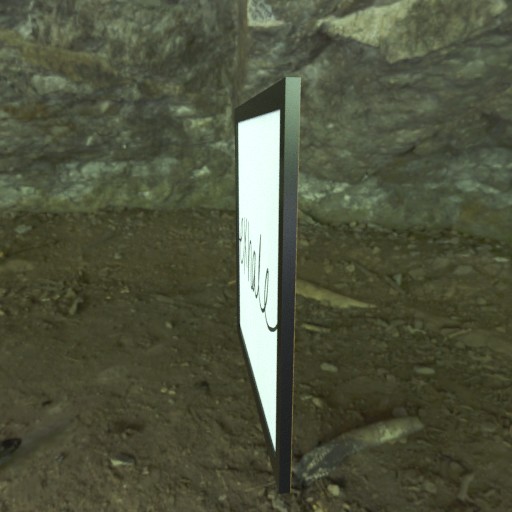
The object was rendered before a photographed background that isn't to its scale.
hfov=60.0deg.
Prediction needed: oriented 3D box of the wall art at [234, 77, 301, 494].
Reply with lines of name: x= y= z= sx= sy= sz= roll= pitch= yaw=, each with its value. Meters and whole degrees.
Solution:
wall art: x=0.000 y=0.000 z=0.662 sx=0.014 sy=0.445 sz=0.446 roll=-2 pitch=15 yaw=-8
